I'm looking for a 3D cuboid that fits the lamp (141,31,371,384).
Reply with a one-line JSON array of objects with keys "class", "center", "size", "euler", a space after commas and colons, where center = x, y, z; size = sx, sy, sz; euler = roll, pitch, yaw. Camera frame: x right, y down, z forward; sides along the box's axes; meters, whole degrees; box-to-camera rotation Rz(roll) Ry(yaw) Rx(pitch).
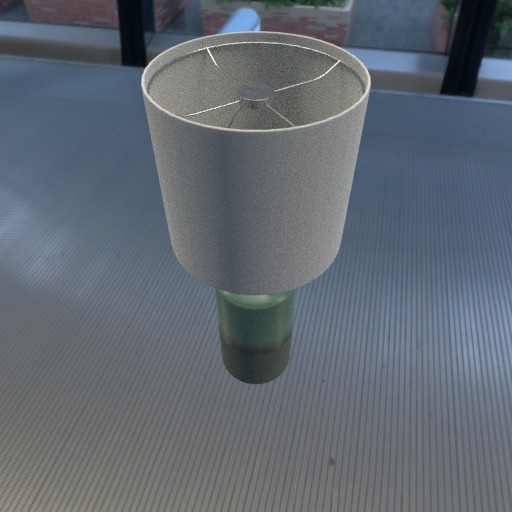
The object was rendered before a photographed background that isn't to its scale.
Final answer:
[{"class": "lamp", "center": [0.000, 0.000, 0.591], "size": [0.212, 0.493, 0.212], "euler": [-24, 50, -21]}]
